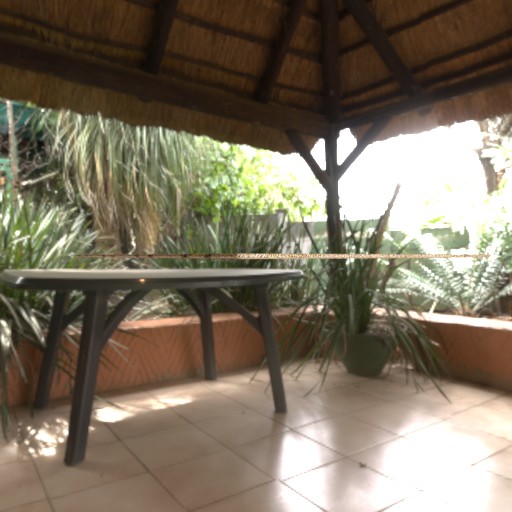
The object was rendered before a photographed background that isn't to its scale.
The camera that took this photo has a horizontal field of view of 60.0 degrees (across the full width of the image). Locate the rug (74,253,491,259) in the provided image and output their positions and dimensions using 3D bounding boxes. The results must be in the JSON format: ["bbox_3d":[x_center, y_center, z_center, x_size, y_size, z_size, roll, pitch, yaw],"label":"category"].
[{"bbox_3d":[0.000,0.000,3.971,2.399,0.026,3.000,0,0,-36],"label":"rug"}]
